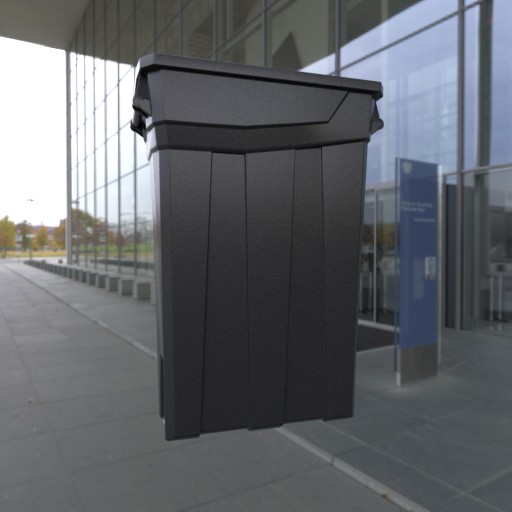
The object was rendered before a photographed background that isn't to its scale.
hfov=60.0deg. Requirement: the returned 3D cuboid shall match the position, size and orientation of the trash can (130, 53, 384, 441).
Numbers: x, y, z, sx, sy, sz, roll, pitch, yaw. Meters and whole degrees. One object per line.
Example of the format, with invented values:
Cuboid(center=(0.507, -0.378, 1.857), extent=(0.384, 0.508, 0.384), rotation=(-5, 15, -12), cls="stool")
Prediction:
Cuboid(center=(0.000, 0.000, 1.034), extent=(0.559, 0.762, 0.281), rotation=(0, 1, -17), cls="trash can")
